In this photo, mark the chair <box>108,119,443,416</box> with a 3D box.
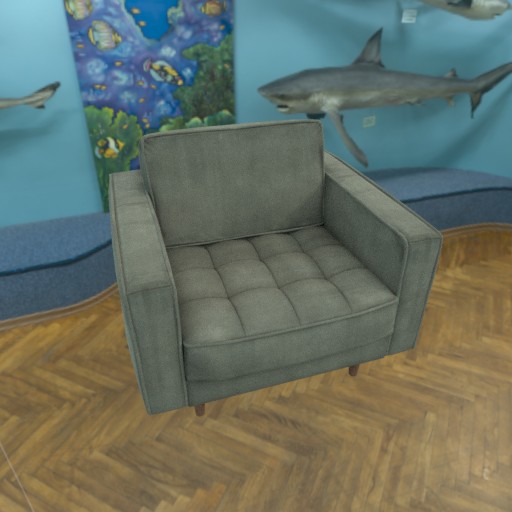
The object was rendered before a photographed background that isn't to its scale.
[{"bbox_3d":[0.000,0.000,1.520,0.928,0.773,0.843,-10,33,-15],"label":"chair"}]
